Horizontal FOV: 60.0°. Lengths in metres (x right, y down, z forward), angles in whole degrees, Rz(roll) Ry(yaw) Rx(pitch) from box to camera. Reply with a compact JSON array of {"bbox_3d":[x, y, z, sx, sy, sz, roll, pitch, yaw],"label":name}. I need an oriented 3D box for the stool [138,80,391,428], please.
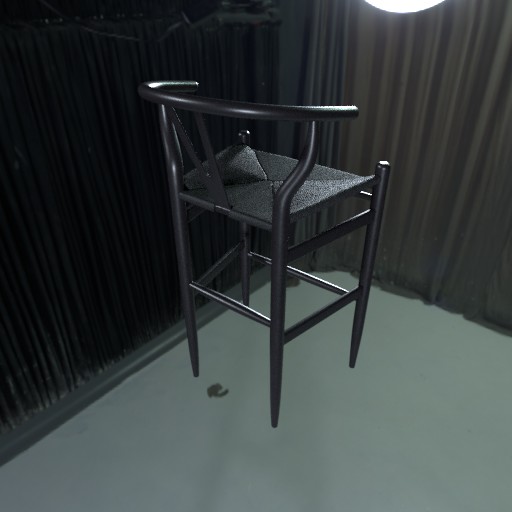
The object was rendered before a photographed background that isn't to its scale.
[{"bbox_3d":[0.000,0.000,1.397,0.569,1.072,0.579,22,38,31],"label":"stool"}]
